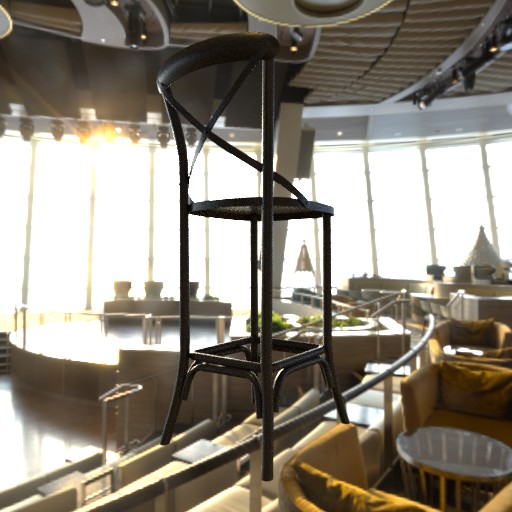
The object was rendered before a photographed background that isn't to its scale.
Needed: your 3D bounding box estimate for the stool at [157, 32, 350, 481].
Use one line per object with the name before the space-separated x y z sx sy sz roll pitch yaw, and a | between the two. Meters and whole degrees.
stool | 0.000 0.000 1.446 0.457 1.168 0.584 0 -1 35
